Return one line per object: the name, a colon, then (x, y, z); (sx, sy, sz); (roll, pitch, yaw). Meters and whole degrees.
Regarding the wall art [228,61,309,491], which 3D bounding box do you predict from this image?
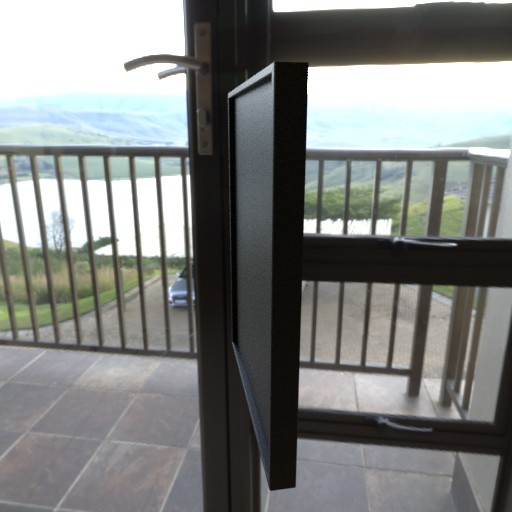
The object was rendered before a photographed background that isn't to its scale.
wall art: (0.000, 0.000, 0.759); (0.039, 0.555, 0.449); (-3, 16, -9)
